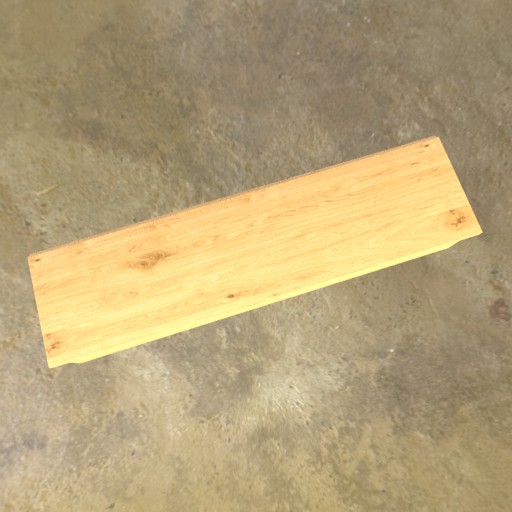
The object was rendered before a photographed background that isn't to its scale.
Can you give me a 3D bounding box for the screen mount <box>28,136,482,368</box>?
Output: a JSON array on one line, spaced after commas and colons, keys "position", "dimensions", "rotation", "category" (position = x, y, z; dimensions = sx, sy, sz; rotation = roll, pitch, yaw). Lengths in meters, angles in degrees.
[{"position": [0.000, 0.000, 1.915], "dimensions": [1.700, 0.430, 0.450], "rotation": [-17, 76, -4], "category": "screen mount"}]
